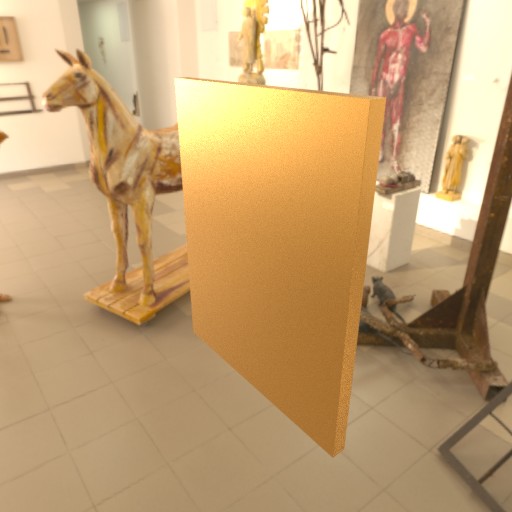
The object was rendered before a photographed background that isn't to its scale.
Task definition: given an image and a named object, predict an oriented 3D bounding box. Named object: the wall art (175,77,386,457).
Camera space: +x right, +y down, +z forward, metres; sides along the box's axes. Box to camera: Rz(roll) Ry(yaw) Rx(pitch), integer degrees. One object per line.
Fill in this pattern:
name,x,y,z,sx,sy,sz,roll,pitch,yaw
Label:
wall art,0.000,0.000,1.057,0.038,0.762,0.610,-18,31,-34
